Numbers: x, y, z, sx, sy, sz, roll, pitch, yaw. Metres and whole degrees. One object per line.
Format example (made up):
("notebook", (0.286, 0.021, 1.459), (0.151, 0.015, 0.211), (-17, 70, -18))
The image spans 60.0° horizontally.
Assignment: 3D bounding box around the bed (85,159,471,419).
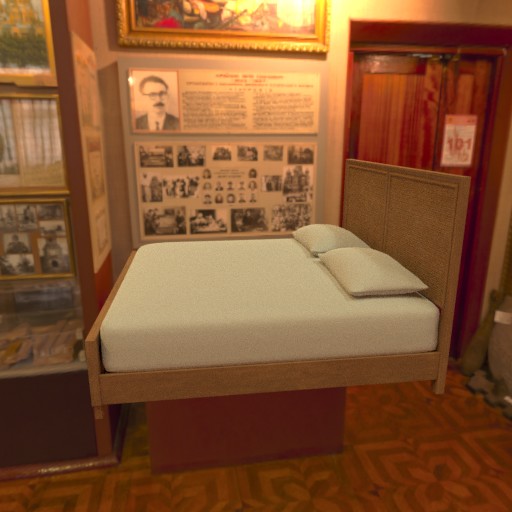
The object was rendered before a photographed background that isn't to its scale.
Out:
("bed", (0.000, 0.000, 3.506), (2.184, 1.387, 2.003), (-2, 15, -7))
